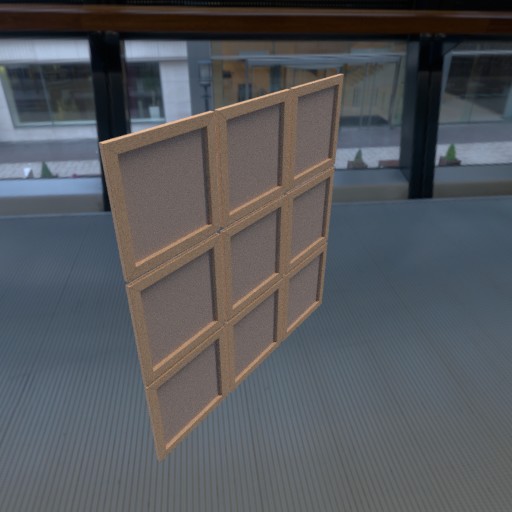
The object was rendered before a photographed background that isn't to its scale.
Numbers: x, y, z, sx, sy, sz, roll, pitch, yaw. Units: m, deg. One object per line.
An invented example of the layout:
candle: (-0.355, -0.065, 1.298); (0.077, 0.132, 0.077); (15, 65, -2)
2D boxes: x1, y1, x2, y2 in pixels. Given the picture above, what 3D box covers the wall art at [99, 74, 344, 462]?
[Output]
wall art: (0.000, 0.000, 1.332); (0.012, 0.910, 0.917); (21, 37, 31)
